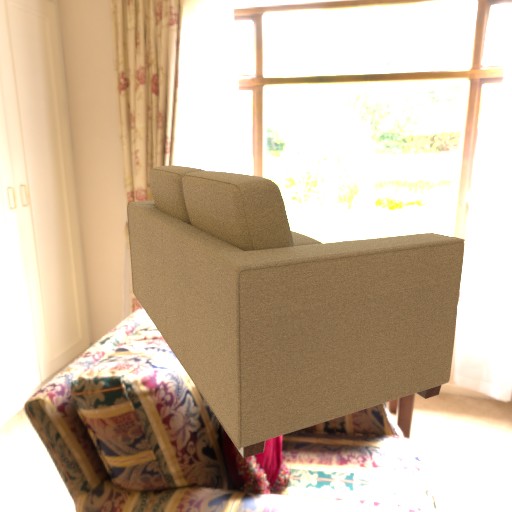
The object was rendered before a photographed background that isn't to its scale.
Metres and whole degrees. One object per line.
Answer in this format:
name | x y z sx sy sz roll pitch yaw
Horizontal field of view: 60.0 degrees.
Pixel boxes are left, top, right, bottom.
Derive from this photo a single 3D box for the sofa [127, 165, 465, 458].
sofa | 0.000 0.000 2.371 1.007 0.924 1.812 -7 15 -25
